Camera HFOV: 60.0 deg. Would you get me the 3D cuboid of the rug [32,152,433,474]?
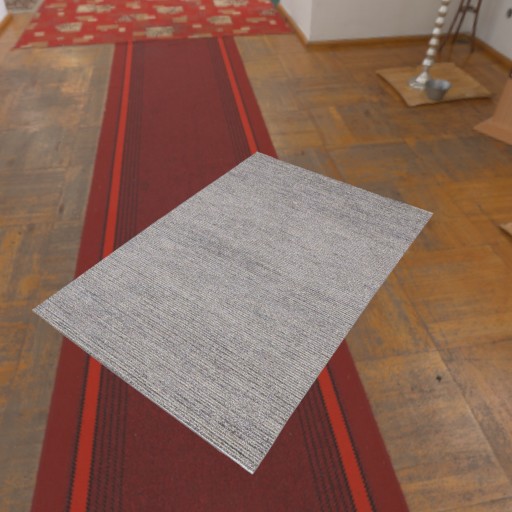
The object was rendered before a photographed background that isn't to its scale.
[{"bbox_3d":[0.000,0.000,2.950,1.604,0.030,2.307,26,48,25],"label":"rug"}]
